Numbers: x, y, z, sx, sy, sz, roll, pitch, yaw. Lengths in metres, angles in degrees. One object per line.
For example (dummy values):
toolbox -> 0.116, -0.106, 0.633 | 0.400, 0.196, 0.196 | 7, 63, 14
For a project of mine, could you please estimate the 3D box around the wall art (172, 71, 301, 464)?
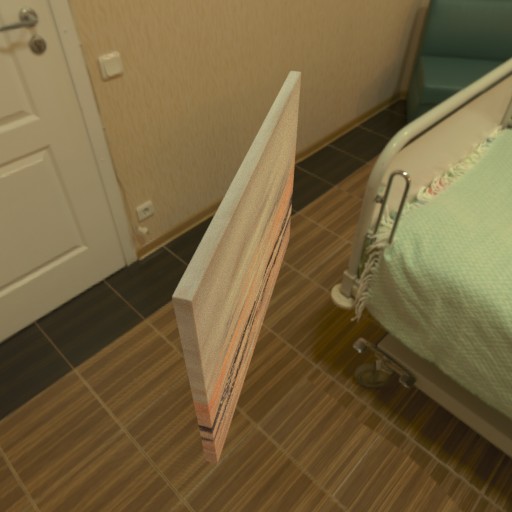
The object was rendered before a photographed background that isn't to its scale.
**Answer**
wall art -> 0.000, 0.000, 1.397 | 0.038, 0.763, 1.015 | 11, 46, 11
